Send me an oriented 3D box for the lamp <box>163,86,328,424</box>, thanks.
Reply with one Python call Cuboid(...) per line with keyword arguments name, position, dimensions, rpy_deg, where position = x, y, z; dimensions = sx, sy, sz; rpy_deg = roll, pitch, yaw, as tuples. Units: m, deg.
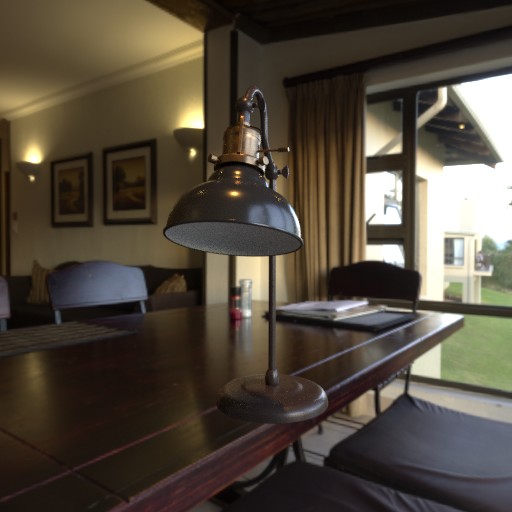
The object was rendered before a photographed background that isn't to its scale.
Cuboid(name="lamp", position=(0.000, 0.000, 0.674), dimensions=(0.192, 0.508, 0.374), rpy_deg=(0, 1, 17))
